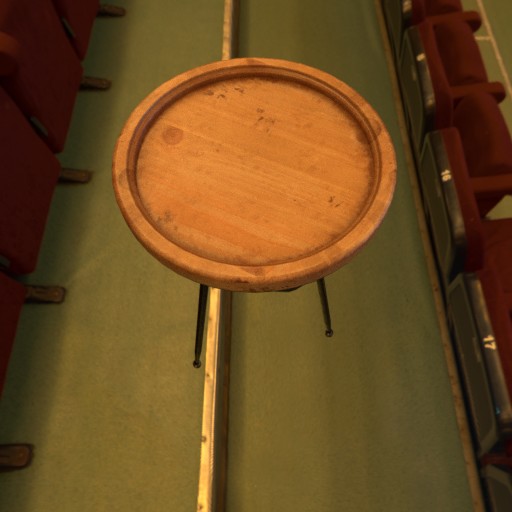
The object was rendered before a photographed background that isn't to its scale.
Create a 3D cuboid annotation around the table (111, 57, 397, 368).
[{"bbox_3d":[0.000,0.000,0.934,0.414,0.664,0.418,0,63,0],"label":"table"}]
